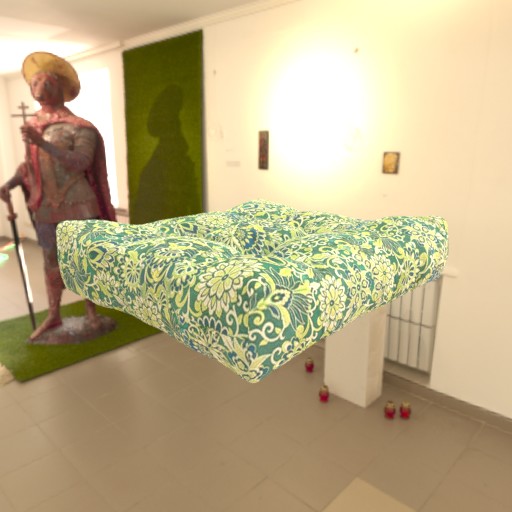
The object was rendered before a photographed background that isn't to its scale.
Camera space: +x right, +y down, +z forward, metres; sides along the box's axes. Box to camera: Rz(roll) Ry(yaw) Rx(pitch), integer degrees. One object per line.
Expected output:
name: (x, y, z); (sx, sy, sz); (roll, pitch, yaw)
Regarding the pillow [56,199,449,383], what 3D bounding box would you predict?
pillow: (0.000, 0.000, 0.735); (0.468, 0.128, 0.490); (13, 19, 42)
